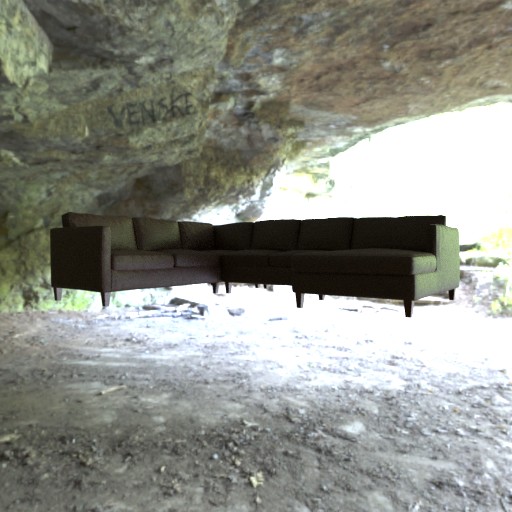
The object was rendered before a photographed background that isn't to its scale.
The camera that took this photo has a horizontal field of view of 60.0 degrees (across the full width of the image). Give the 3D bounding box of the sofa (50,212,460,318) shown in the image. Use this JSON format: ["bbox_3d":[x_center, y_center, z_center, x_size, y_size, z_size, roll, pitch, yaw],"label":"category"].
[{"bbox_3d":[0.000,0.000,4.596,3.460,0.923,2.593,1,1,36],"label":"sofa"}]
